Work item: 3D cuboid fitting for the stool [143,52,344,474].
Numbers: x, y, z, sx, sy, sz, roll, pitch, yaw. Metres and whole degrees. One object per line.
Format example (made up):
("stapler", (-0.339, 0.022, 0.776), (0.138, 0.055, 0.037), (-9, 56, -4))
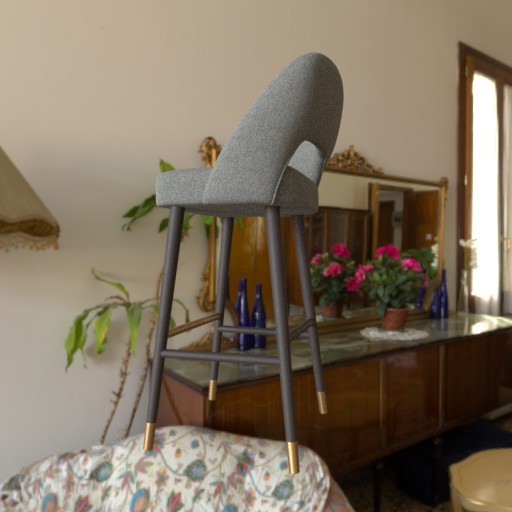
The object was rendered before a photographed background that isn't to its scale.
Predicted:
("stool", (0.000, 0.000, 1.377), (0.524, 1.089, 0.536), (0, 1, 19))
